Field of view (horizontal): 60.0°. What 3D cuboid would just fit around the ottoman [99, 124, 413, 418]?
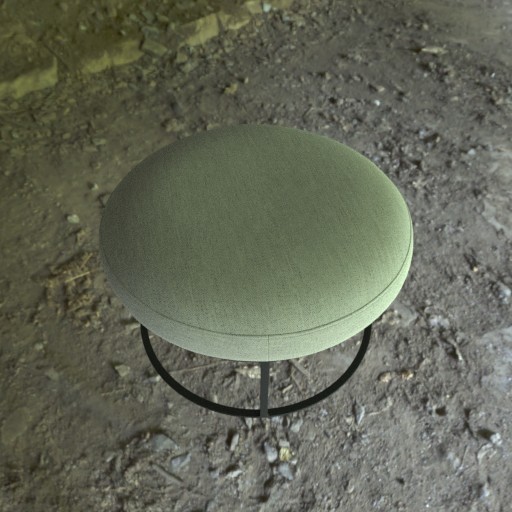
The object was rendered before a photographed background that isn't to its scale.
[{"bbox_3d":[0.000,0.000,1.212,0.769,0.459,0.769,0,47,0],"label":"ottoman"}]
